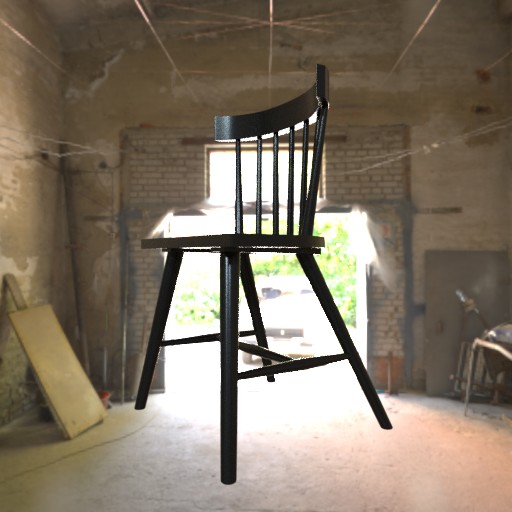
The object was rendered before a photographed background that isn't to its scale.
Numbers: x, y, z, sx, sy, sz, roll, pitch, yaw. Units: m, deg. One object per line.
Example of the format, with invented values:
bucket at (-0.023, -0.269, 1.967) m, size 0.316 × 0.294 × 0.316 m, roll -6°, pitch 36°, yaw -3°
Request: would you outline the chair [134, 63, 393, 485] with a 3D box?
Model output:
chair at (0.000, 0.000, 1.156) m, size 0.483 × 0.844 × 0.506 m, roll 0°, pitch 0°, yaw -35°
